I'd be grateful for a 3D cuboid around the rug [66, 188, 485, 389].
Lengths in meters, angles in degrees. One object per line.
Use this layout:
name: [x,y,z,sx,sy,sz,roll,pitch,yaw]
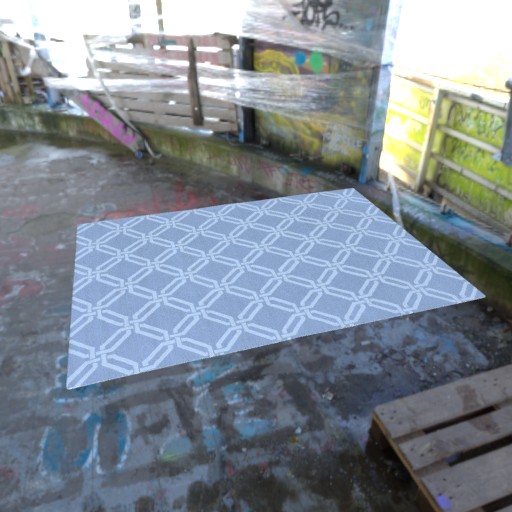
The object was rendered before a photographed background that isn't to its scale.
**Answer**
rug: [0.000,0.000,2.729,2.133,0.013,1.522,-9,33,-15]
